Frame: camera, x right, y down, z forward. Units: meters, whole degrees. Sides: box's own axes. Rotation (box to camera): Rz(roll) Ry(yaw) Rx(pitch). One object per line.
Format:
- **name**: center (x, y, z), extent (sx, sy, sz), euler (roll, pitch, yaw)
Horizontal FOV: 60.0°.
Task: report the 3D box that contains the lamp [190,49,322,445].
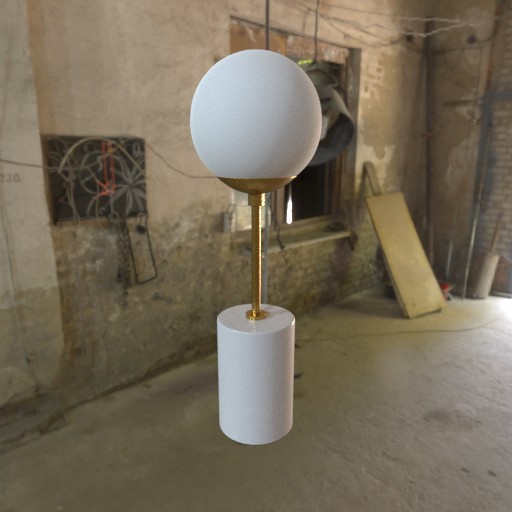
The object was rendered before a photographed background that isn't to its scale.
- **lamp**: center (0.000, 0.000, 0.562), extent (0.153, 0.480, 0.153), euler (0, 14, 0)
